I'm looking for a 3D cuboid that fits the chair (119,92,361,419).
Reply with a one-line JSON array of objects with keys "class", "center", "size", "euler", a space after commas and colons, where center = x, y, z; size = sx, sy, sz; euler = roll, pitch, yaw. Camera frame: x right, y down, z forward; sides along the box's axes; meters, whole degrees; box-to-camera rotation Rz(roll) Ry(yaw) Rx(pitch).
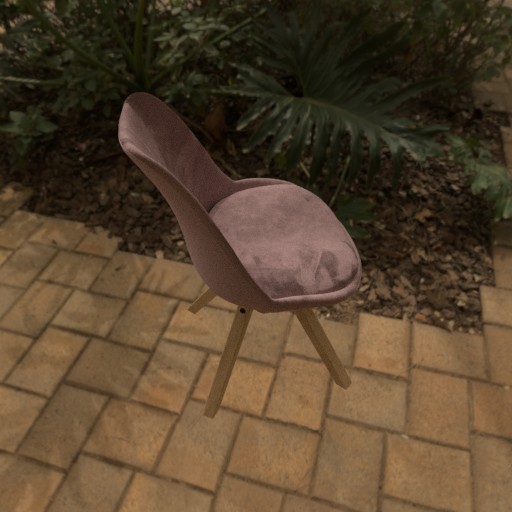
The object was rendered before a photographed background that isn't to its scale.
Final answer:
[{"class": "chair", "center": [0.000, 0.000, 1.195], "size": [0.550, 0.850, 0.485], "euler": [-9, 46, -9]}]
